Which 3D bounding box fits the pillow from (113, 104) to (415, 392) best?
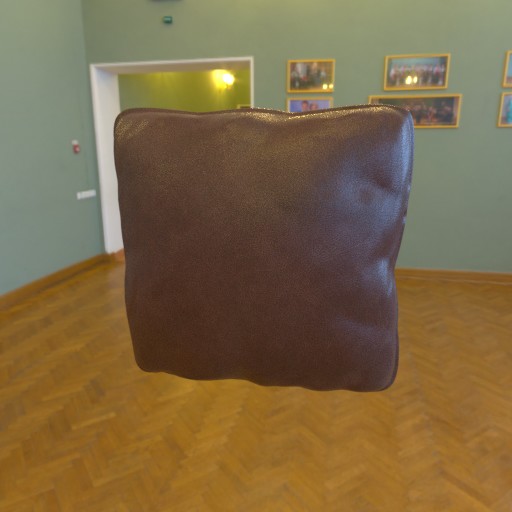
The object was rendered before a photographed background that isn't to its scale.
[{"bbox_3d":[0.000,0.000,0.811,0.532,0.523,0.236,3,15,10],"label":"pillow"}]
